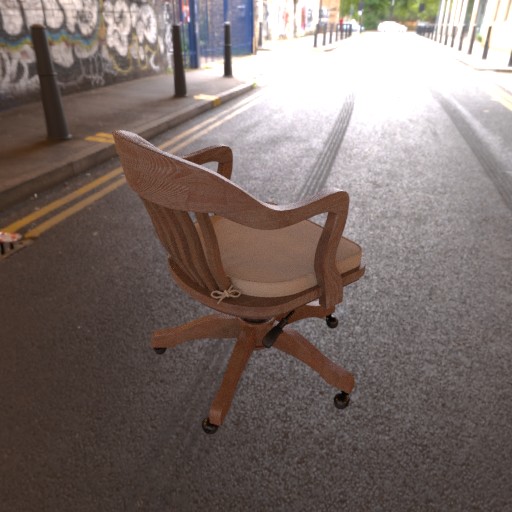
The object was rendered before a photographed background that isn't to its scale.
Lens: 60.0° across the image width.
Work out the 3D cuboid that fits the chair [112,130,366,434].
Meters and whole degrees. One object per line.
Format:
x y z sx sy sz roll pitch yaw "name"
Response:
0.000 0.000 1.453 0.788 0.878 0.750 -19 33 -31 "chair"
